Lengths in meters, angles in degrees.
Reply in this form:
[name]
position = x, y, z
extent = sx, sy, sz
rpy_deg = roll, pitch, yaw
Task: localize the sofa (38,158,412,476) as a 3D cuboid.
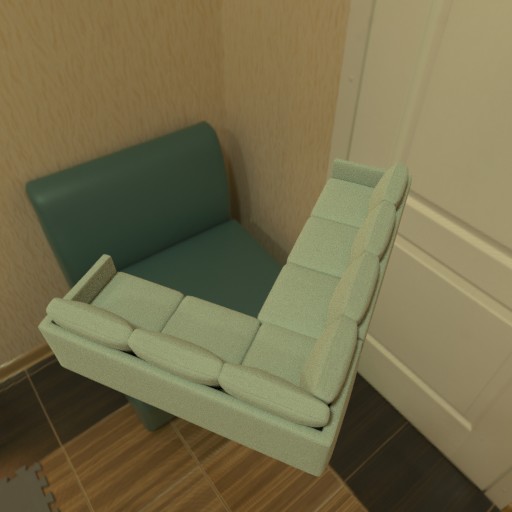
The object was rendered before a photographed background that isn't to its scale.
[sofa]
position = 0.000, 0.000, 4.481
extent = 2.522, 0.934, 3.333
rpy_deg = 17, 48, 16
